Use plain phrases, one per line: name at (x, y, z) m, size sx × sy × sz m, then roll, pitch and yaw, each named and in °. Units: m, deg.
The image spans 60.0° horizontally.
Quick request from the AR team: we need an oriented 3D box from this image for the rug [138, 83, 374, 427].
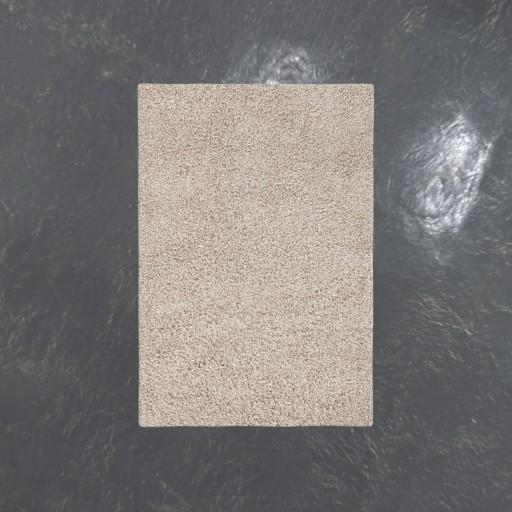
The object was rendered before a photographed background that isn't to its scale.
rug at (0.000, 0.000, 2.304) m, size 1.219 × 0.030 × 1.778 m, roll 0°, pitch 91°, yaw 0°
